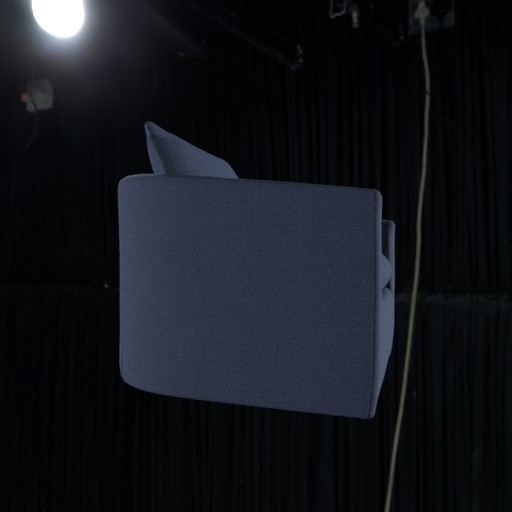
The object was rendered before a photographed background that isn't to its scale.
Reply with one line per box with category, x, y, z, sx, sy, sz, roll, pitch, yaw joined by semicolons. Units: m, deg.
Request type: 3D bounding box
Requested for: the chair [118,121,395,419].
chair;0.000;0.000;1.568;0.910;0.848;0.845;0;-1;20
